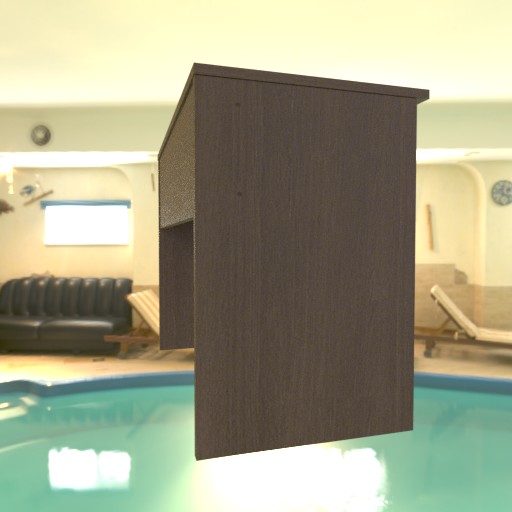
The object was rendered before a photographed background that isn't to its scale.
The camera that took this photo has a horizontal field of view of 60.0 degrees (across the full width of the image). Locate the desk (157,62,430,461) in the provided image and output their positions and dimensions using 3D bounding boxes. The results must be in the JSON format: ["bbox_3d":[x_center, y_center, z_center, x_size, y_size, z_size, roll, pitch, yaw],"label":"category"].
[{"bbox_3d":[0.000,0.000,1.301,0.498,0.724,0.893,-1,2,-17],"label":"desk"}]
